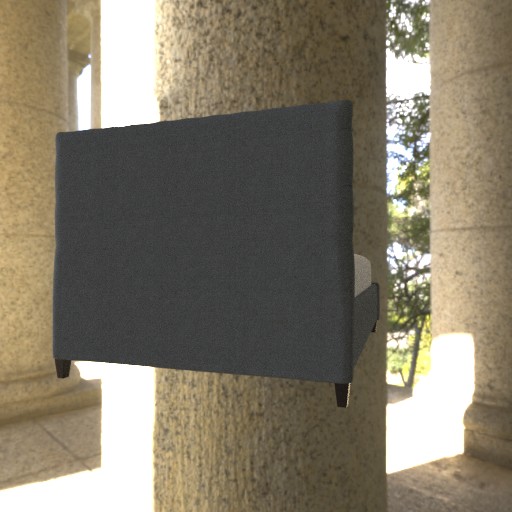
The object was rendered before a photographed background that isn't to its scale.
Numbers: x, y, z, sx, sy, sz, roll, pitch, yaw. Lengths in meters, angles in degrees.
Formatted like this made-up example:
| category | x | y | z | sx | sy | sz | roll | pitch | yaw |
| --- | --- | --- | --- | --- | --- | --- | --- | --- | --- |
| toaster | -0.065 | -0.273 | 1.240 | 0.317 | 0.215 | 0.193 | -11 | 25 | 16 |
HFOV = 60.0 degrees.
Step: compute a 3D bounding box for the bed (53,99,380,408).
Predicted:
| category | x | y | z | sx | sy | sz | roll | pitch | yaw |
| --- | --- | --- | --- | --- | --- | --- | --- | --- | --- |
| bed | 0.000 | 0.000 | 3.360 | 1.698 | 1.411 | 2.335 | 0 | -1 | 18 |
